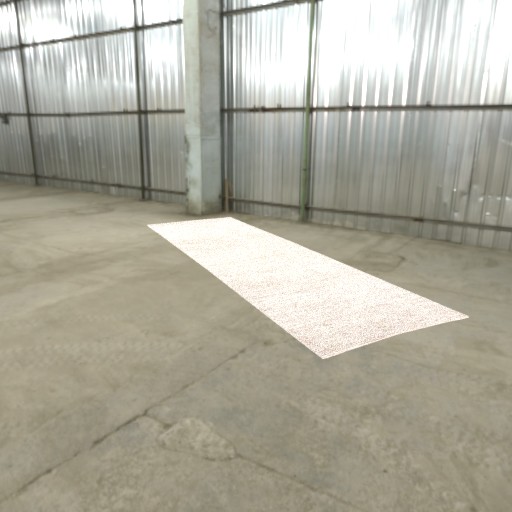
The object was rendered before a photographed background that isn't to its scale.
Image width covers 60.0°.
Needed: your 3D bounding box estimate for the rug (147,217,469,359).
[{"bbox_3d":[0.000,0.000,2.589,0.712,0.013,2.346,-8,18,-26],"label":"rug"}]
